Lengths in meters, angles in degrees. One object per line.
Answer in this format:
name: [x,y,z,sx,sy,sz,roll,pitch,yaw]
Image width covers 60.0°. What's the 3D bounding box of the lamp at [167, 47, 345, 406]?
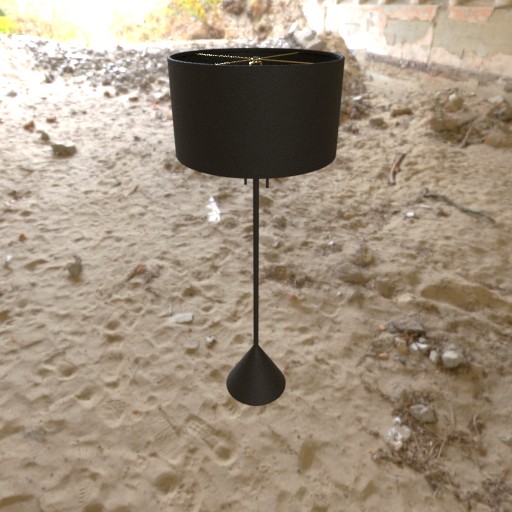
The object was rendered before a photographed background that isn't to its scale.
lamp: [0.000,0.000,1.841,0.580,1.526,0.580,20,35,31]
